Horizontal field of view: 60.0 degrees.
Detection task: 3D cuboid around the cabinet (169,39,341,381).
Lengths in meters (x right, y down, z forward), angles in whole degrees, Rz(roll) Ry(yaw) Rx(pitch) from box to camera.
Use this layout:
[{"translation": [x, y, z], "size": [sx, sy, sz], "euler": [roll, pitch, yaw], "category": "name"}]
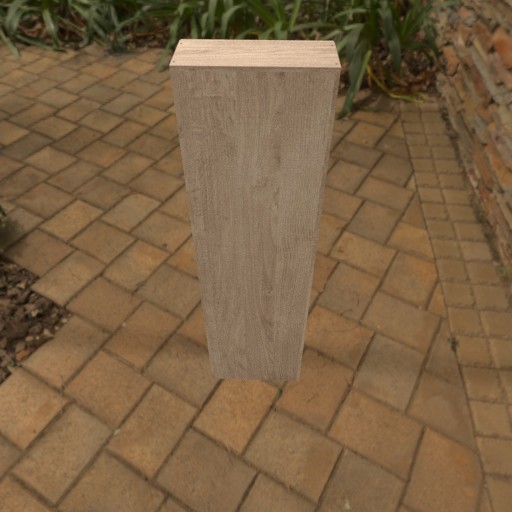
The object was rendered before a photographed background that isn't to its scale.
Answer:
[{"translation": [0.000, 0.000, 2.003], "size": [0.500, 1.790, 0.230], "euler": [1, 45, 1], "category": "cabinet"}]
